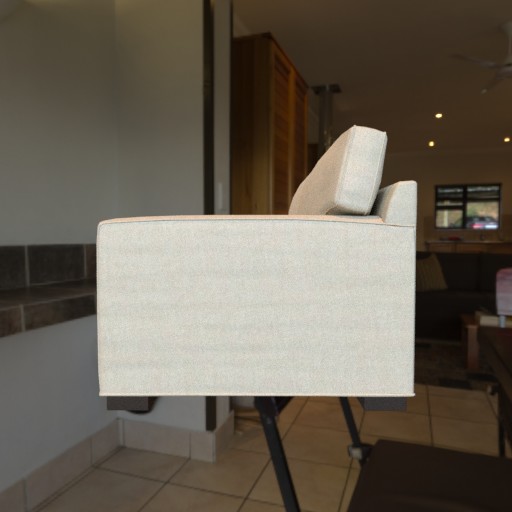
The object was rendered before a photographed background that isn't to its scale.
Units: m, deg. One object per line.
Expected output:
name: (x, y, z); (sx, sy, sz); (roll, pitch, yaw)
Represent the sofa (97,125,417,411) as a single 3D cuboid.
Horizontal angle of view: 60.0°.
sofa: (0.000, 0.000, 2.016); (0.942, 0.853, 1.484); (0, 2, 0)
